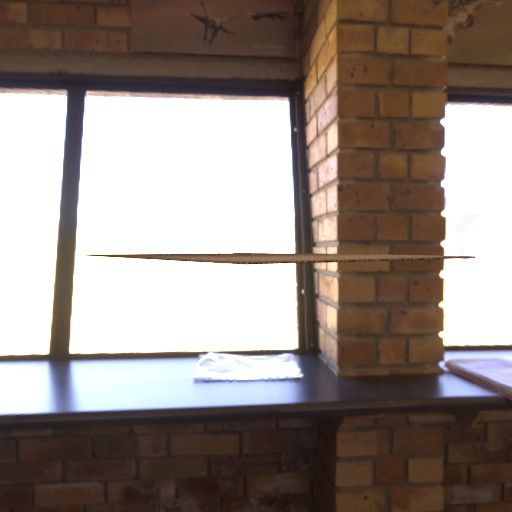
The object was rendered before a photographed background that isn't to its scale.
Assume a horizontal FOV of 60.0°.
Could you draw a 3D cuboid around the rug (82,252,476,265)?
[{"bbox_3d":[0.000,0.000,4.041,2.305,0.017,2.902,-1,1,-37],"label":"rug"}]
